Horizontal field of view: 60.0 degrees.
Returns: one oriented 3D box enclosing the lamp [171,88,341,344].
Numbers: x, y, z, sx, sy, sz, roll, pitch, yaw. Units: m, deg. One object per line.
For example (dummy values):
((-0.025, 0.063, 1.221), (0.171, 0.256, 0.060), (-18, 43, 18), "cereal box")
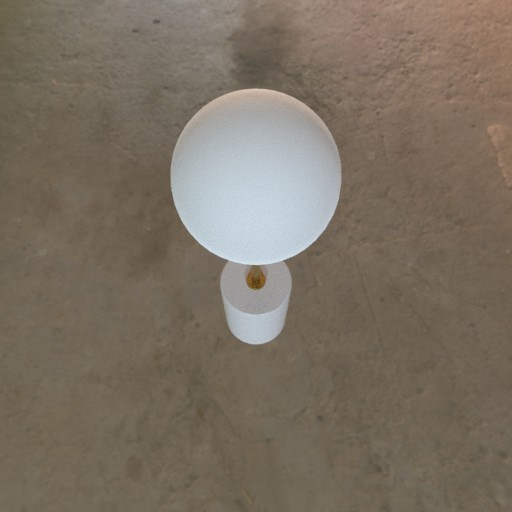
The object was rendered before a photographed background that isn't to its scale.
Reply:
((0.000, 0.000, 0.550), (0.153, 0.480, 0.153), (0, 65, 0), "lamp")
